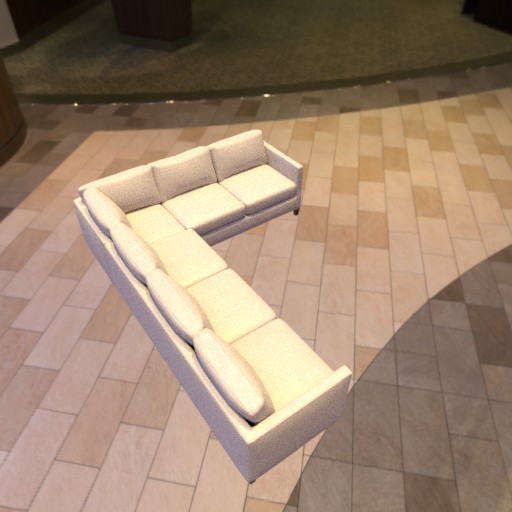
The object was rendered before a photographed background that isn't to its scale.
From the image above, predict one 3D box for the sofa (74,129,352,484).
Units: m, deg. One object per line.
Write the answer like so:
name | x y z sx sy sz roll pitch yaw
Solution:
sofa | 0.000 0.000 4.432 2.522 0.934 3.333 -25 47 -26
